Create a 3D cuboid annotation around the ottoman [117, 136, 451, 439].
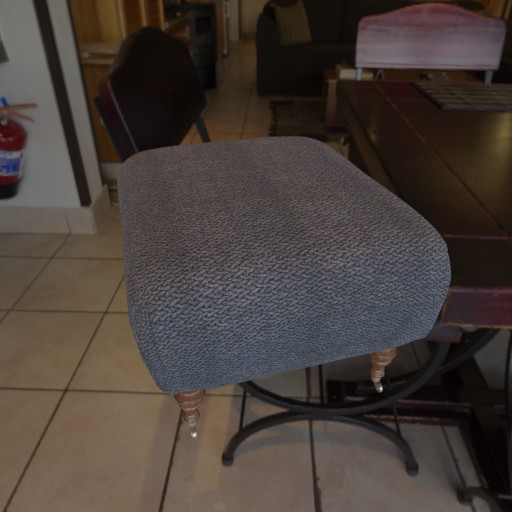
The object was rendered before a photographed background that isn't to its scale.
[{"bbox_3d":[0.000,0.000,1.117,0.622,0.450,0.747,-9,33,-14],"label":"ottoman"}]
